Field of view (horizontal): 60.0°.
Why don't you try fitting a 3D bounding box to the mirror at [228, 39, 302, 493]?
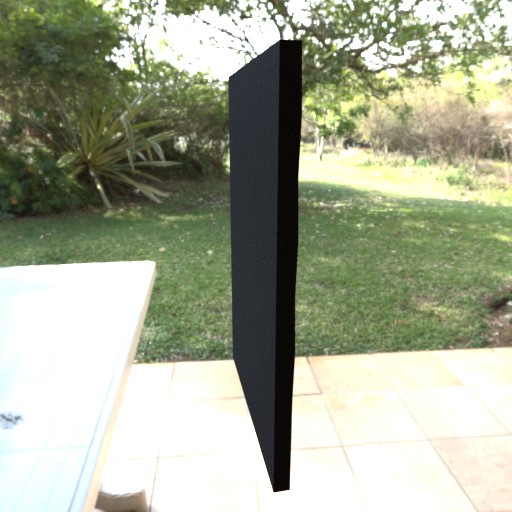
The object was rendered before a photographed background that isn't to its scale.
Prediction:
[{"bbox_3d":[0.000,0.000,1.138,0.044,0.912,0.606,-3,17,-11],"label":"mirror"}]
